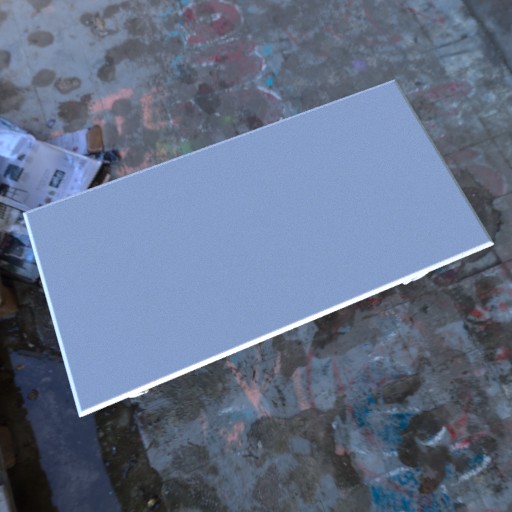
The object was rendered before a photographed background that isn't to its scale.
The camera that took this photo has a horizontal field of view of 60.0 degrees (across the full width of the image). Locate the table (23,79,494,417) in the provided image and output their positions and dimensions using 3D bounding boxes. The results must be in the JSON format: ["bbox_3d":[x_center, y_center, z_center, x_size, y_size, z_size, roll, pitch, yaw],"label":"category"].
[{"bbox_3d":[0.000,0.000,1.397,1.109,0.506,0.551,-21,74,-6],"label":"table"}]
